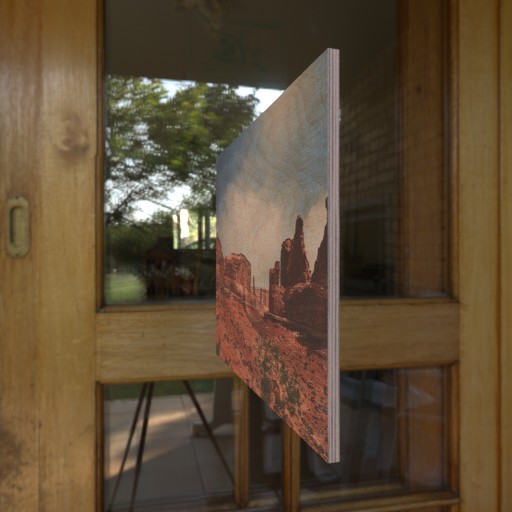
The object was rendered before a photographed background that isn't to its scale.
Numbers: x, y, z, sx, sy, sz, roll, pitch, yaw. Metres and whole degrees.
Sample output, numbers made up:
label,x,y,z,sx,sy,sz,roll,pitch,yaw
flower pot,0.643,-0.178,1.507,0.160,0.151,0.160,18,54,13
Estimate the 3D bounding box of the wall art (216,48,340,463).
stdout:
label,x,y,z,sx,sy,sz,roll,pitch,yaw
wall art,0.000,0.000,0.677,0.013,0.406,0.508,0,0,-18
